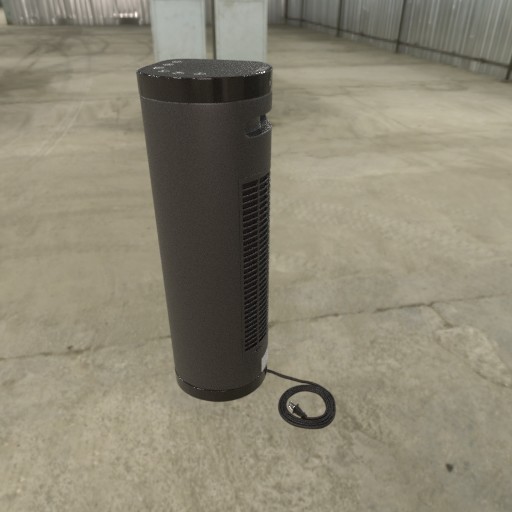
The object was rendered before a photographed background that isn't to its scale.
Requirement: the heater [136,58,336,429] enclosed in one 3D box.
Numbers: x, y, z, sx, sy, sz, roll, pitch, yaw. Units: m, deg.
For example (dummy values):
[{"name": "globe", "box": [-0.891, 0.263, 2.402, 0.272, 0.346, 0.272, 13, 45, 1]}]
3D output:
[{"name": "heater", "box": [0.000, 0.000, 0.705, 0.312, 0.552, 0.174, 8, 32, 13]}]
